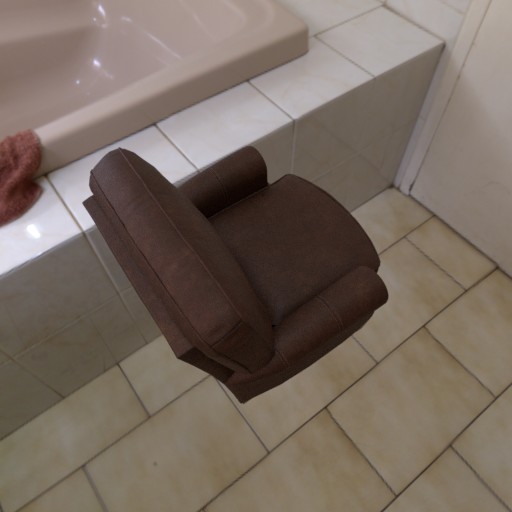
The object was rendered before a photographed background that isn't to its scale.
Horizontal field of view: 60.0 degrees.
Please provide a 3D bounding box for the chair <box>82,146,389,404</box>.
[{"bbox_3d":[0.000,0.000,1.802,0.986,1.018,0.936,-30,62,-18],"label":"chair"}]
